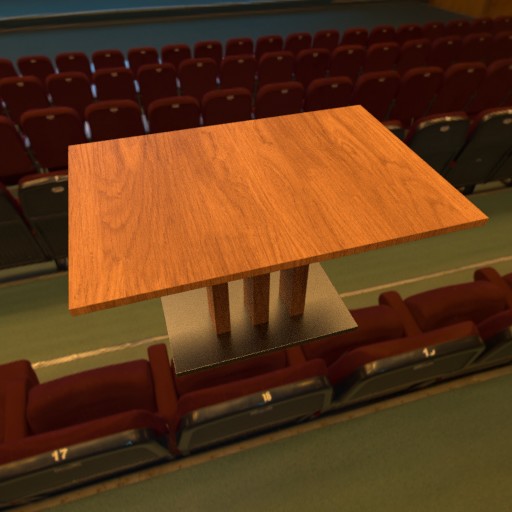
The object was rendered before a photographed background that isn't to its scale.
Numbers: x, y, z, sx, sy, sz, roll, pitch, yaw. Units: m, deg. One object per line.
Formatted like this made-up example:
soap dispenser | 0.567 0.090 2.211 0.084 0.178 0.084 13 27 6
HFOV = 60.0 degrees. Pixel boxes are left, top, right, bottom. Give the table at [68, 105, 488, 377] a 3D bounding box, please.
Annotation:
table | 0.000 0.000 1.870 1.300 0.770 0.900 -12 44 -13
